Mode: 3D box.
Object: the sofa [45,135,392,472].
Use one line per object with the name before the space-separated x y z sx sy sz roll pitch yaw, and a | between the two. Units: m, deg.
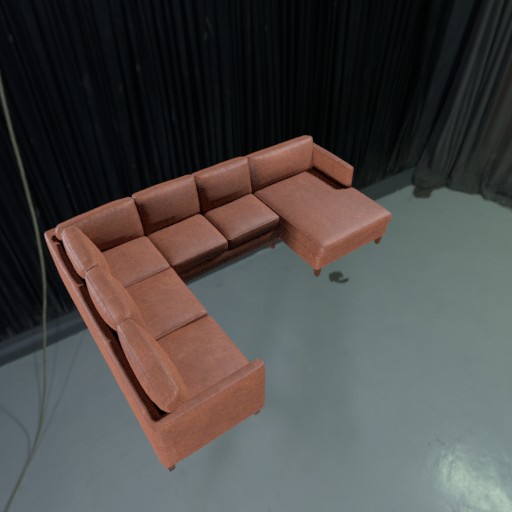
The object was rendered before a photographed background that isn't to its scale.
sofa | 0.000 0.000 4.581 3.460 0.923 2.593 -26 48 -25
